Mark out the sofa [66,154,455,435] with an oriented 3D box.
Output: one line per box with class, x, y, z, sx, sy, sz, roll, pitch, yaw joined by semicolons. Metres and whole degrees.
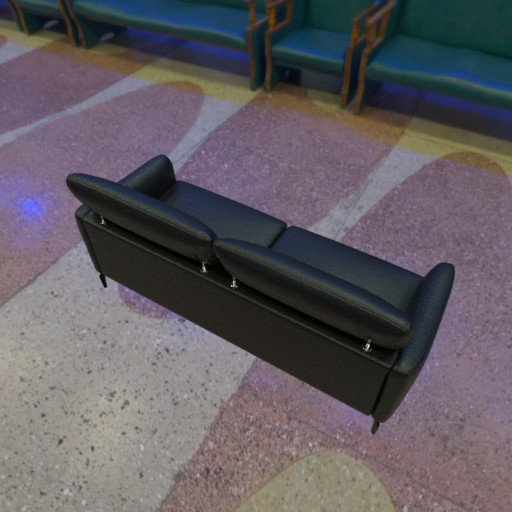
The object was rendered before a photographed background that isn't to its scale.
sofa;0.000;0.000;2.549;2.069;0.957;0.856;24;51;21
